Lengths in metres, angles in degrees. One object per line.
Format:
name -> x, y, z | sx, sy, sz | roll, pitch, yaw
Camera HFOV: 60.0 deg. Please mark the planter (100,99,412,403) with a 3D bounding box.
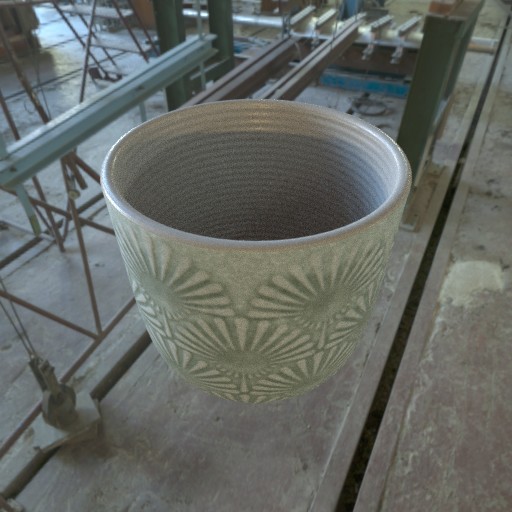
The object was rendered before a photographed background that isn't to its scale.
planter -> 0.000, 0.000, 0.216 | 0.124, 0.109, 0.124 | 0, 40, 0
